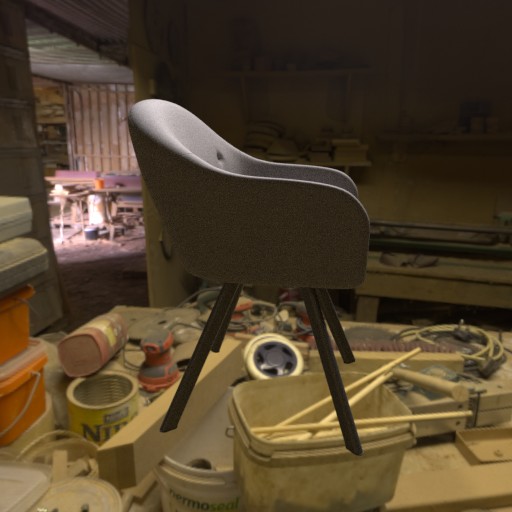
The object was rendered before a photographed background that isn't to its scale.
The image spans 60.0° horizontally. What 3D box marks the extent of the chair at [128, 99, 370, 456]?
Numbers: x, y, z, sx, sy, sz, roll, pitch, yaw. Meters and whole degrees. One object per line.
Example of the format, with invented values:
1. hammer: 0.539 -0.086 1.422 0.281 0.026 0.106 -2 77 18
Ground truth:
1. chair: 0.000 0.000 1.160 0.570 0.780 0.540 3 15 10
